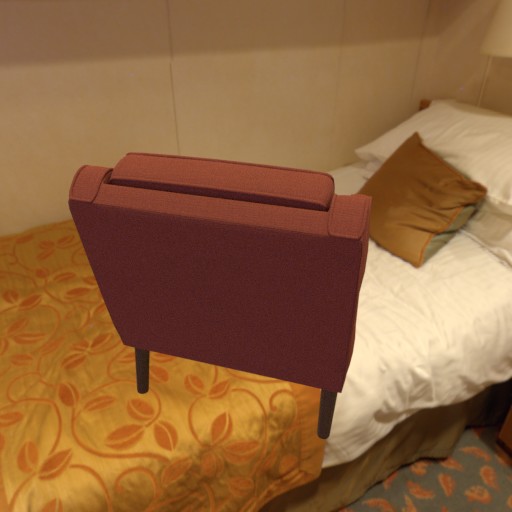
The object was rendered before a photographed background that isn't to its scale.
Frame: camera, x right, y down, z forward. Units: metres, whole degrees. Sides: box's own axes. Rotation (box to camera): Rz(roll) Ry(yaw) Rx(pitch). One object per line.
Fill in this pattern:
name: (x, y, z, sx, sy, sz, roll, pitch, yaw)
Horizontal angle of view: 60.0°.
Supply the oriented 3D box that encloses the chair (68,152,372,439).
chair: (0.000, 0.000, 1.407, 0.680, 0.812, 0.770, 9, 33, 14)
